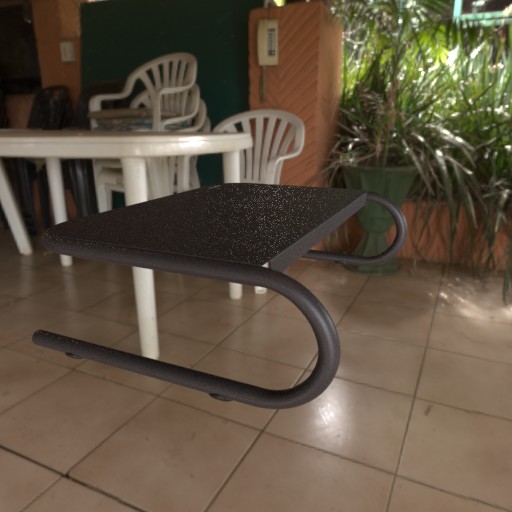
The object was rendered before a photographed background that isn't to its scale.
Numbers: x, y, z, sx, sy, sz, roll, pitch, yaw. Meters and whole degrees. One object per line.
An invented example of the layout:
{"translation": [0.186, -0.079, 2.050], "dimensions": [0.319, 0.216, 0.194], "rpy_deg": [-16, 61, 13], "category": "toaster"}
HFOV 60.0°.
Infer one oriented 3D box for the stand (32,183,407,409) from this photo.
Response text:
{"translation": [0.000, 0.000, 0.491], "dimensions": [0.280, 0.108, 0.370], "rpy_deg": [8, 19, 23], "category": "stand"}
